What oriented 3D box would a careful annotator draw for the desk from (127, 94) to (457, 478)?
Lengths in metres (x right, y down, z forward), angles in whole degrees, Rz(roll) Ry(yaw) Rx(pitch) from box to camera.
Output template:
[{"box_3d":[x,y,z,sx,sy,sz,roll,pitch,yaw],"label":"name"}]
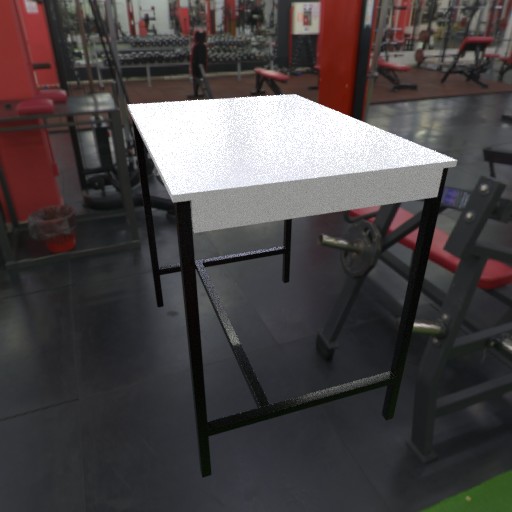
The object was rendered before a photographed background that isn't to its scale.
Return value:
[{"box_3d":[0.000,0.000,1.328,0.573,0.766,0.811,-10,31,-17],"label":"desk"}]
